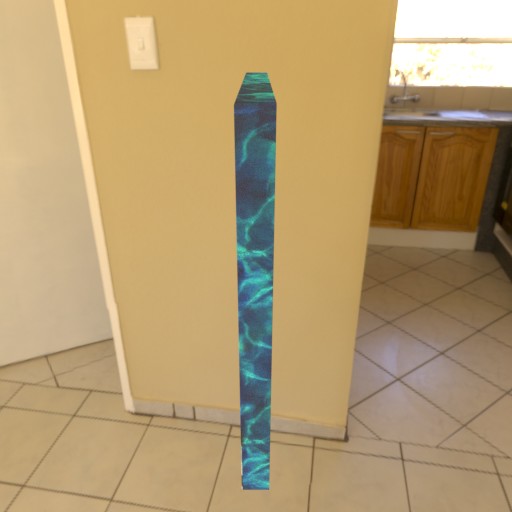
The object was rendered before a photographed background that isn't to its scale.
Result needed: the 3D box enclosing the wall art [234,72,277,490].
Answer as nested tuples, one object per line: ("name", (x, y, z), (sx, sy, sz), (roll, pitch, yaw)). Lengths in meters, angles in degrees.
("wall art", (0.000, 0.000, 0.695), (0.038, 0.508, 0.432), (0, 26, 0))
